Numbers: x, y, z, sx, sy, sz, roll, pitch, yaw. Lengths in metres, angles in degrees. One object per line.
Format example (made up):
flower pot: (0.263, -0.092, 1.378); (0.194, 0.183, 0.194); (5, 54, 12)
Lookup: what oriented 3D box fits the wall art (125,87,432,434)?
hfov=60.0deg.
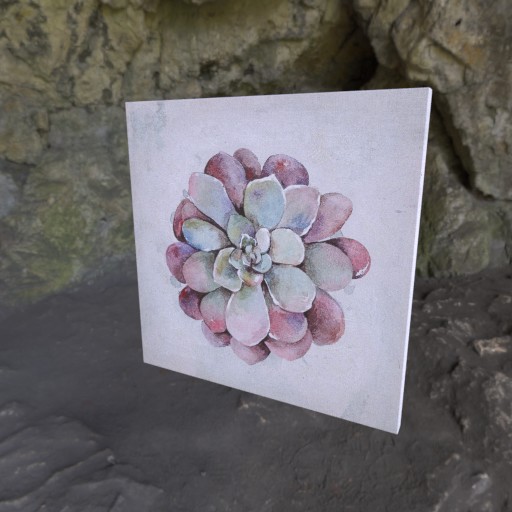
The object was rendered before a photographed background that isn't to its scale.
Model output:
wall art: (0.000, 0.000, 1.122); (0.762, 0.762, 0.041); (7, 16, 26)
